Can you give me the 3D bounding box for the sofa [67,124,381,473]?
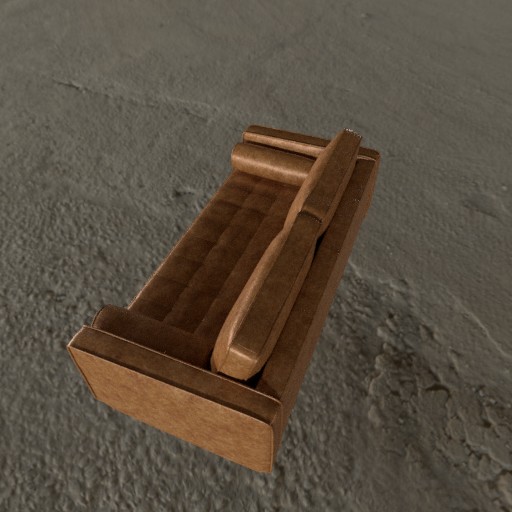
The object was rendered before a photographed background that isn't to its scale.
[{"bbox_3d":[0.000,0.000,2.420,0.924,0.825,1.920,17,48,15],"label":"sofa"}]
